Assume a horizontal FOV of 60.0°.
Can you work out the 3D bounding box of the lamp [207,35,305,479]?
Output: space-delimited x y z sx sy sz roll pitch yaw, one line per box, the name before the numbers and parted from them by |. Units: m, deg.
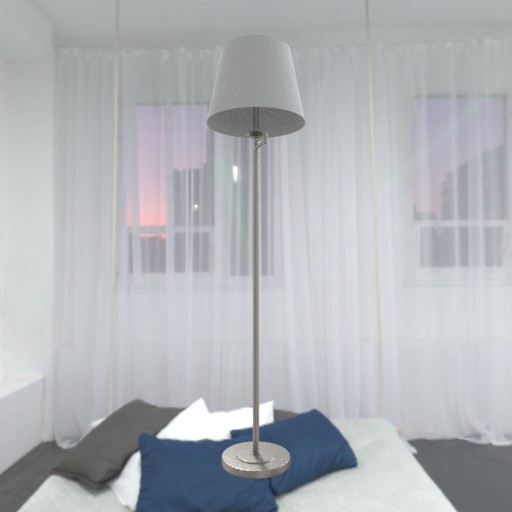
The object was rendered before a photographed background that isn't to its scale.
lamp | 0.000 0.000 1.594 0.355 1.473 0.355 0 -1 0
